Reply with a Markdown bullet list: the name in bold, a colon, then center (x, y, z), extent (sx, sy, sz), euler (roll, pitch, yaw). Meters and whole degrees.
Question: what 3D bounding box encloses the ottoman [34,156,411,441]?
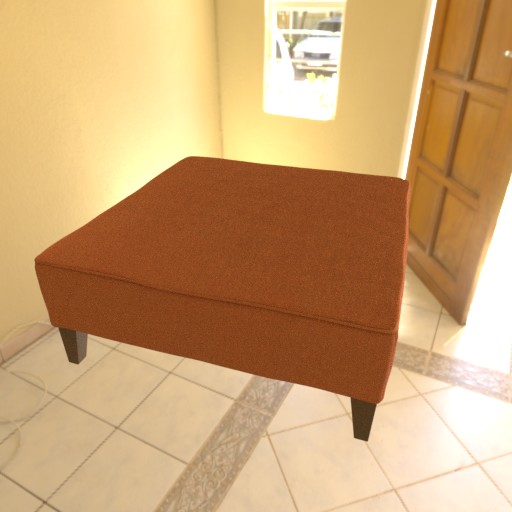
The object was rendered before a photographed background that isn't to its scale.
- **ottoman**: center (0.000, 0.000, 1.574), extent (0.999, 0.438, 0.997), euler (9, 31, 16)
